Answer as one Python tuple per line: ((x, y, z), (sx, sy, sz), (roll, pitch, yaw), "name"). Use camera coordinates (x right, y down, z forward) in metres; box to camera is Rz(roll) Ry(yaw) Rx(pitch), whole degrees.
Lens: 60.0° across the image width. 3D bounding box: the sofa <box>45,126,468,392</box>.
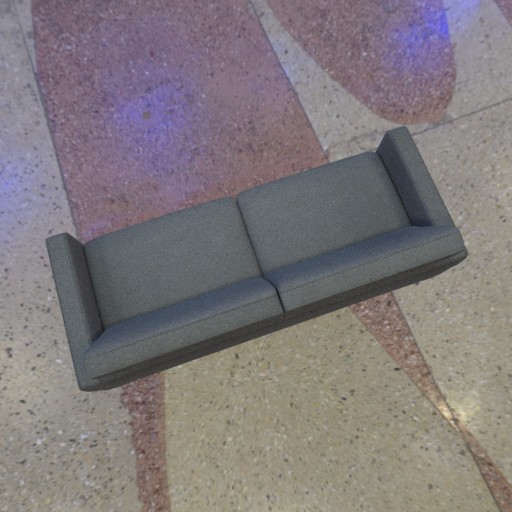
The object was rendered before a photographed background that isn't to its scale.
((0.000, 0.000, 2.296), (1.925, 0.828, 0.774), (-18, 75, -5), "sofa")
